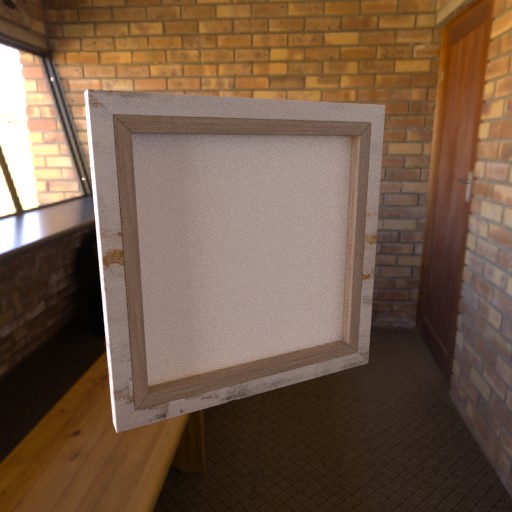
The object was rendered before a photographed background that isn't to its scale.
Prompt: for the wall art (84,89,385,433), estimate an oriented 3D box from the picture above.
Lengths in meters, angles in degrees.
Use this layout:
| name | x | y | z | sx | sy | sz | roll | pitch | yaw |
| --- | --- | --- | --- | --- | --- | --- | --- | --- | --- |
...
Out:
| name | x | y | z | sx | sy | sz | roll | pitch | yaw |
| --- | --- | --- | --- | --- | --- | --- | --- | --- | --- |
| wall art | 0.000 | 0.000 | 0.915 | 0.611 | 0.613 | 0.040 | -7 | 16 | -26 |
